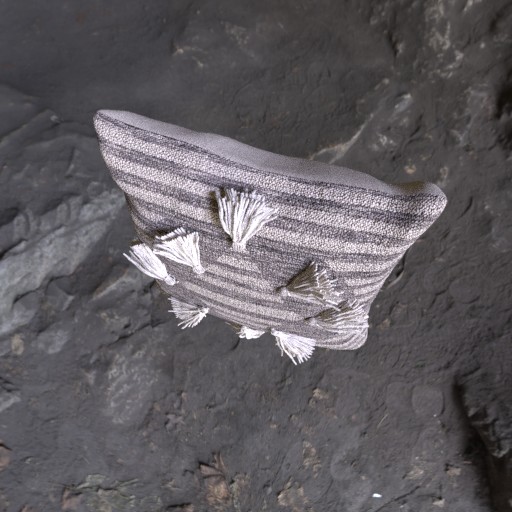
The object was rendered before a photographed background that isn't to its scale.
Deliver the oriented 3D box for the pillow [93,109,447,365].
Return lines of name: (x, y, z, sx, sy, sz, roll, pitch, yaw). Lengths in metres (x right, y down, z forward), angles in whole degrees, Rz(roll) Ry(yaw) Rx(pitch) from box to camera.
pillow: (0.000, 0.000, 0.773, 0.484, 0.490, 0.234, 16, 60, 9)
